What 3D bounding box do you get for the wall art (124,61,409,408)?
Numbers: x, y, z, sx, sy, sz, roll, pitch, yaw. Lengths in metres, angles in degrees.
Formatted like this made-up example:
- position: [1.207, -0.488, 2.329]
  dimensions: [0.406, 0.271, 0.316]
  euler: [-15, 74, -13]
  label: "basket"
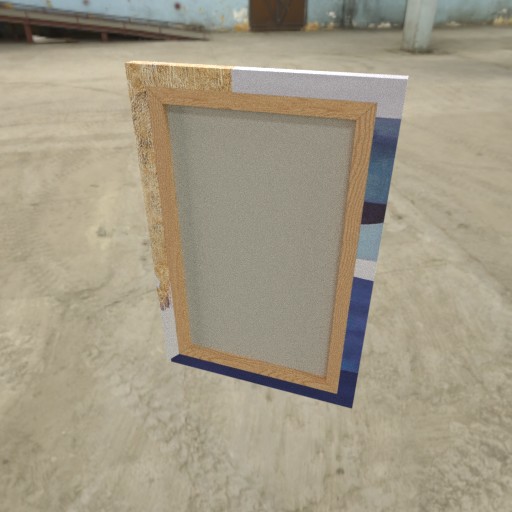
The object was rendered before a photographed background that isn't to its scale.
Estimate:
- position: [0.000, 0.000, 1.159]
  dimensions: [0.607, 0.911, 0.039]
  euler: [10, 33, 16]
  label: "wall art"
